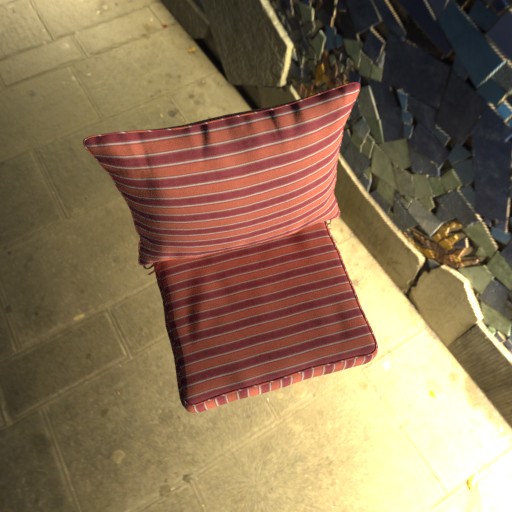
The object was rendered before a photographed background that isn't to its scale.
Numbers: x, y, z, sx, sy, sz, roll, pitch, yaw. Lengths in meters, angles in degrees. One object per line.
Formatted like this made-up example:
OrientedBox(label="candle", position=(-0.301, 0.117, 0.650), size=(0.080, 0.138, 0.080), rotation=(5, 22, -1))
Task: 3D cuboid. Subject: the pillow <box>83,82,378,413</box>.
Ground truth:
OrientedBox(label="pillow", position=(0.000, 0.000, 1.411), size=(0.799, 0.723, 0.733), rotation=(-14, 64, -7))
